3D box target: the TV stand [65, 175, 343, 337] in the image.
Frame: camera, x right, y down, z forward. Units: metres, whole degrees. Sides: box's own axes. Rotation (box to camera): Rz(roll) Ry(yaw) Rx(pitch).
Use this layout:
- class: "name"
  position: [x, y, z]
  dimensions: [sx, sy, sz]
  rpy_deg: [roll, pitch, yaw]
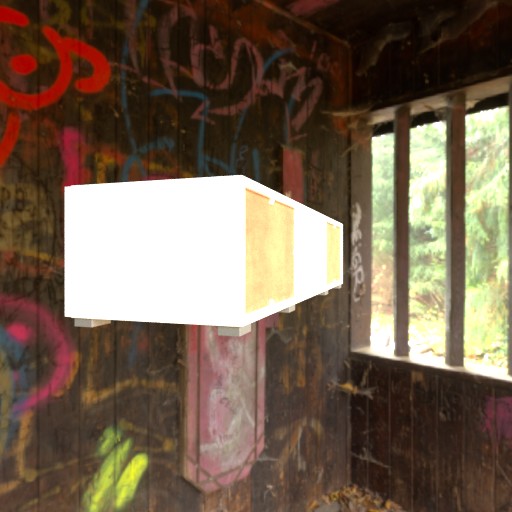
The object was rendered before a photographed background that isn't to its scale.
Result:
- class: "TV stand"
  position: [0.000, 0.000, 1.576]
  dimensions: [0.420, 0.310, 1.400]
  rpy_deg: [0, 0, 19]
